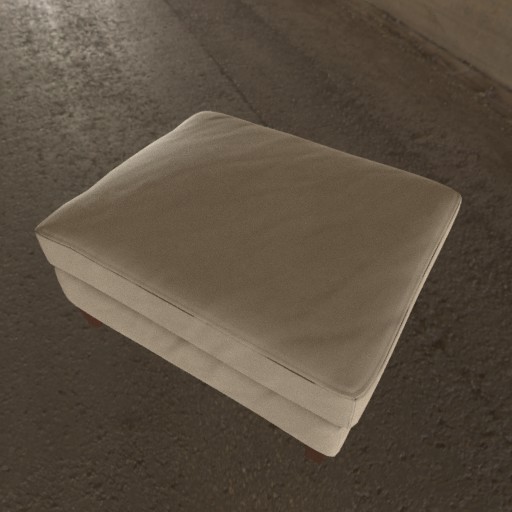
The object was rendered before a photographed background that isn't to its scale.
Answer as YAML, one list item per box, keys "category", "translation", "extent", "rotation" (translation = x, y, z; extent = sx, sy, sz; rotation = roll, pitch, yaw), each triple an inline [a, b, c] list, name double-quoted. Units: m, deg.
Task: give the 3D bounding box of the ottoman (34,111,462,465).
- category: "ottoman"
  translation: [0.000, 0.000, 1.429]
  extent: [1.002, 0.492, 0.836]
  rotation: [24, 51, 21]
